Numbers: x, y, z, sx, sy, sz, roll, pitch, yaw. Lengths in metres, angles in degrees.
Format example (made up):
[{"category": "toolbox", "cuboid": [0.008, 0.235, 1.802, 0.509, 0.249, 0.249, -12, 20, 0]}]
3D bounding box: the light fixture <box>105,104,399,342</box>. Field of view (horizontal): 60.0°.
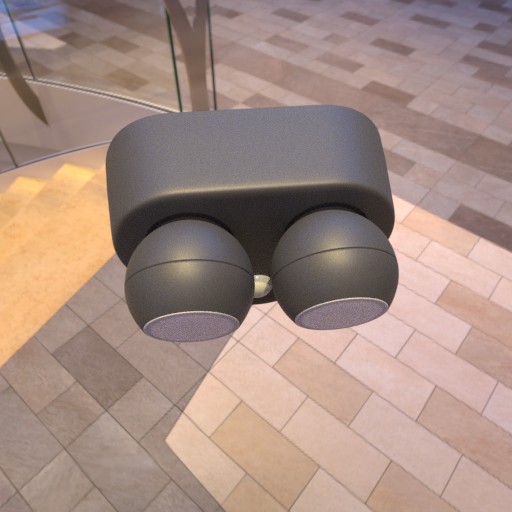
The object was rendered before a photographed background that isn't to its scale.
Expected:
[{"category": "light fixture", "cuboid": [0.000, 0.000, 0.338, 0.229, 0.159, 0.159, -4, 49, -4]}]
